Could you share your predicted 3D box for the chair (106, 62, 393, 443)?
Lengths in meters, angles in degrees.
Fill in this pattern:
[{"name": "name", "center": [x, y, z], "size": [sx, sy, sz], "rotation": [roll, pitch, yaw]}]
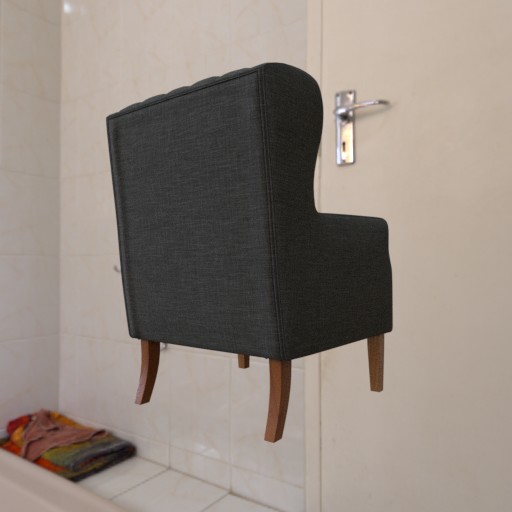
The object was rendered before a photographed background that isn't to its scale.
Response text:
[{"name": "chair", "center": [0.000, 0.000, 1.507], "size": [0.711, 0.953, 0.775], "rotation": [-1, -2, 36]}]
